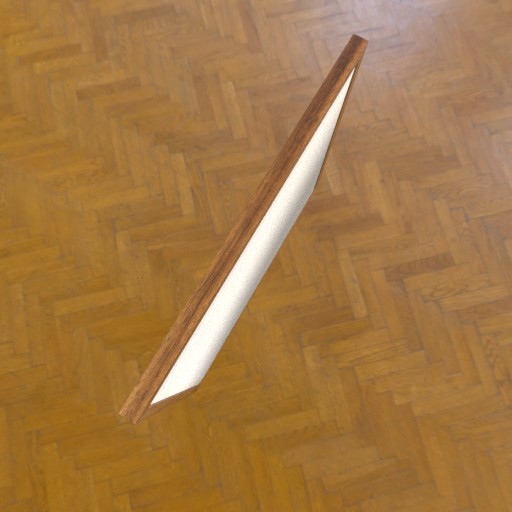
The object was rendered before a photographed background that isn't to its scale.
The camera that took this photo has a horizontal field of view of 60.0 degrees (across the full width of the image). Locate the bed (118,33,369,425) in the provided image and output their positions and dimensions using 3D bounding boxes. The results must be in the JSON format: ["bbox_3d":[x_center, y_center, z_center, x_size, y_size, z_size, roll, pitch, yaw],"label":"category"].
[{"bbox_3d":[0.000,0.000,1.456,0.043,0.940,1.041,30,79,7],"label":"bed"}]
